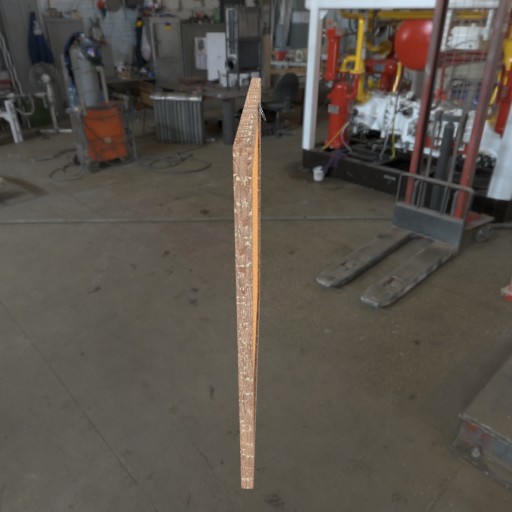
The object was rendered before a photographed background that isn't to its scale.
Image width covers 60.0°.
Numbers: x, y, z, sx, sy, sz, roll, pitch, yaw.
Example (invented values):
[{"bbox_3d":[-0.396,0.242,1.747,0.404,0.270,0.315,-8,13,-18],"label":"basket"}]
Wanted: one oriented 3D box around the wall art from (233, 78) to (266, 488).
[{"bbox_3d":[0.000,0.000,0.567,0.022,0.380,0.380,1,29,1],"label":"wall art"}]
